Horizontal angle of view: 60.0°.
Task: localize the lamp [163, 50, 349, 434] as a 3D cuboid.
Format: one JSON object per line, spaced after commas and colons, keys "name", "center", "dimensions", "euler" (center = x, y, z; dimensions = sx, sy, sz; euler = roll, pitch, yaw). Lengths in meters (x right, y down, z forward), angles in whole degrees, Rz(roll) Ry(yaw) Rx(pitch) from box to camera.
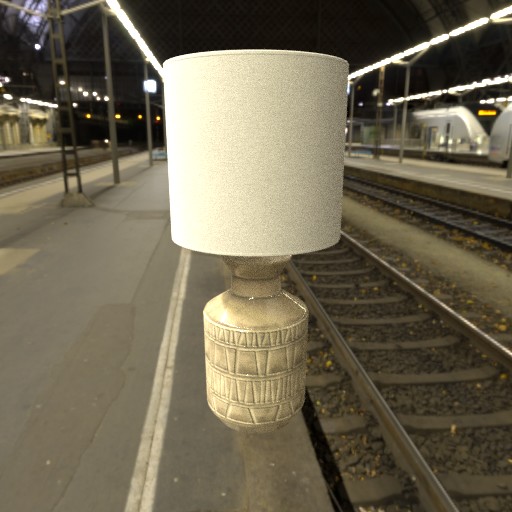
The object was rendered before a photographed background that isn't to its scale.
{"name": "lamp", "center": [0.000, 0.000, 0.573], "dimensions": [0.211, 0.455, 0.211], "euler": [-8, 17, -26]}
